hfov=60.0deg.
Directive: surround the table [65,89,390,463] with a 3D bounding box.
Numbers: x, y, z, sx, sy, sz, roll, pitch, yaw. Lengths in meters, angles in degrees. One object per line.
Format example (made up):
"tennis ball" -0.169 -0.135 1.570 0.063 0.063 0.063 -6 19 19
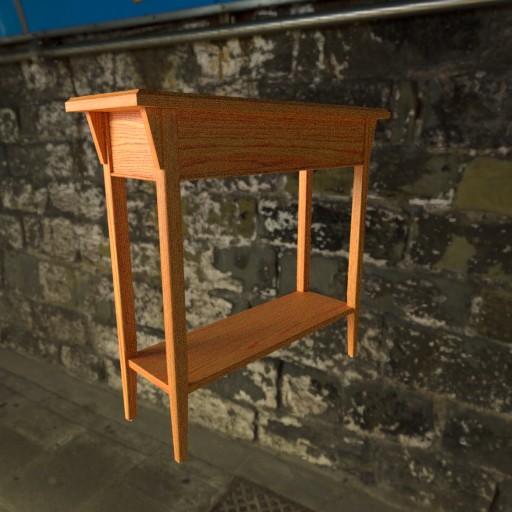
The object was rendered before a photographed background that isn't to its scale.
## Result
"table" 0.000 0.000 1.098 0.254 0.711 0.762 15 21 43
